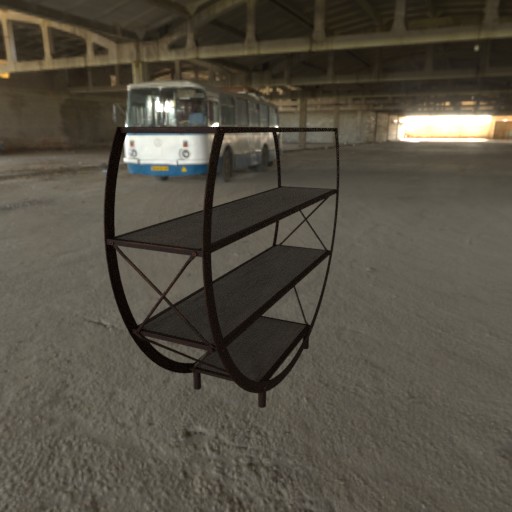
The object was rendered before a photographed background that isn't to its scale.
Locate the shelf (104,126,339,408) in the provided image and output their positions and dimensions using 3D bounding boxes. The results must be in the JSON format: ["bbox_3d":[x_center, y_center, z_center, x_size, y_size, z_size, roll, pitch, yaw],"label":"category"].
[{"bbox_3d":[0.000,0.000,1.909,0.344,1.063,1.403,7,17,24],"label":"shelf"}]
